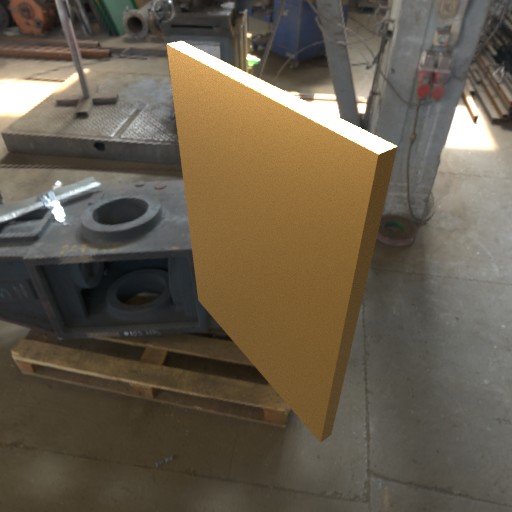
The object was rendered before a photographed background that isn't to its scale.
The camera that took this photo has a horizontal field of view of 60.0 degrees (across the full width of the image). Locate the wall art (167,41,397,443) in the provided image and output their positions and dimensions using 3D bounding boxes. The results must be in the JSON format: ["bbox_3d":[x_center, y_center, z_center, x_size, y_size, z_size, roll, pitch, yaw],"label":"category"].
[{"bbox_3d":[0.000,0.000,1.053,0.038,0.812,0.610,-26,47,-26],"label":"wall art"}]
